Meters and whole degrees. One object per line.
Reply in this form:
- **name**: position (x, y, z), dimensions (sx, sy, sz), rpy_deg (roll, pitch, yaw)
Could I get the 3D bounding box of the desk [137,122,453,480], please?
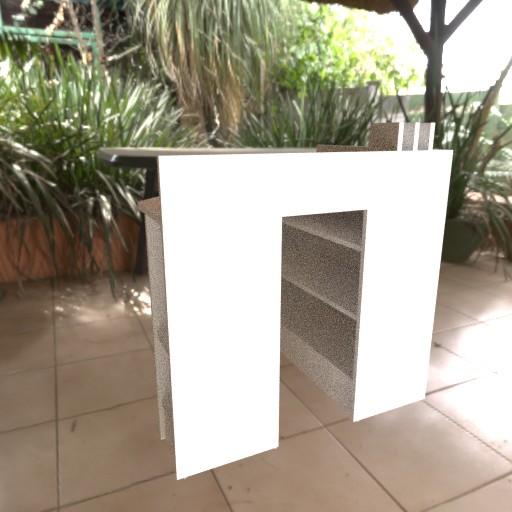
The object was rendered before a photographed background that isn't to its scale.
- **desk**: position (0.000, 0.000, 1.731), dimensions (0.940, 0.986, 0.940), rpy_deg (-7, 17, -24)
